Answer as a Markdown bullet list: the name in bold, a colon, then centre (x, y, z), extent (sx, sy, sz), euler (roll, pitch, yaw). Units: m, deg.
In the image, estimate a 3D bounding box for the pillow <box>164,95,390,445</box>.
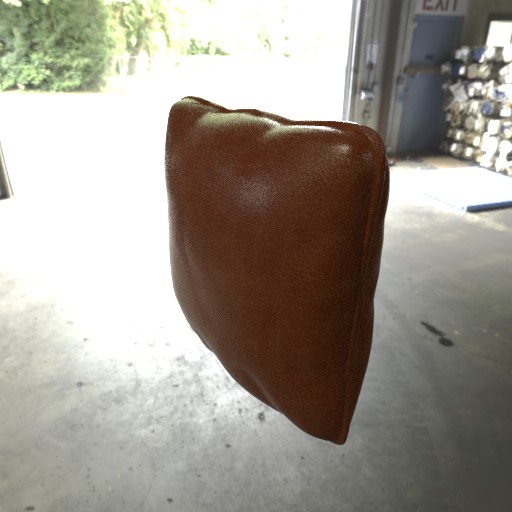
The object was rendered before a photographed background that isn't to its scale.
- **pillow**: centre (0.000, 0.000, 0.808), extent (0.236, 0.523, 0.532), euler (-17, 30, -32)
